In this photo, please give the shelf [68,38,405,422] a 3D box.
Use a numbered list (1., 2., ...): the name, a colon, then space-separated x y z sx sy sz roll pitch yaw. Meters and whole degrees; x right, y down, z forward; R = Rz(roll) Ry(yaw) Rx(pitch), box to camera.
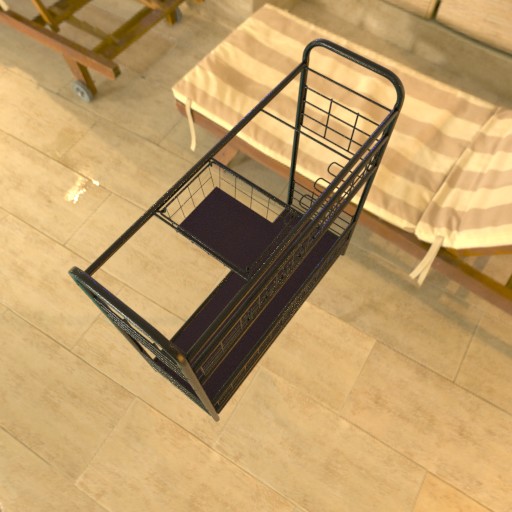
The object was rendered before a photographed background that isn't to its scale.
1. shelf: 0.000 0.000 1.532 0.350 1.026 0.961 34 68 16
